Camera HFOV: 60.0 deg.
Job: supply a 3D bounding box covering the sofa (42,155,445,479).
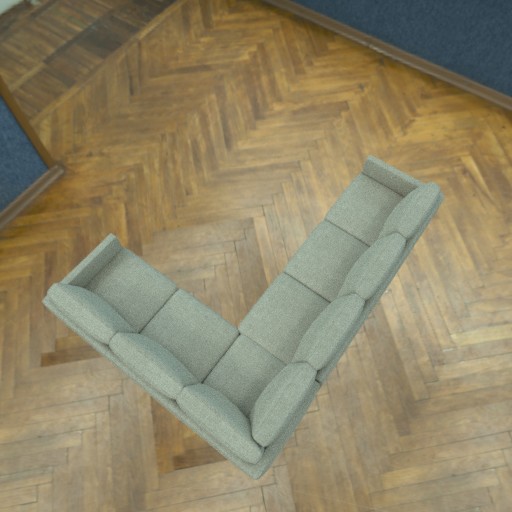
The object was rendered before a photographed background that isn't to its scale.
[{"bbox_3d":[0.000,0.000,4.542,2.522,0.934,3.333,33,68,16],"label":"sofa"}]
